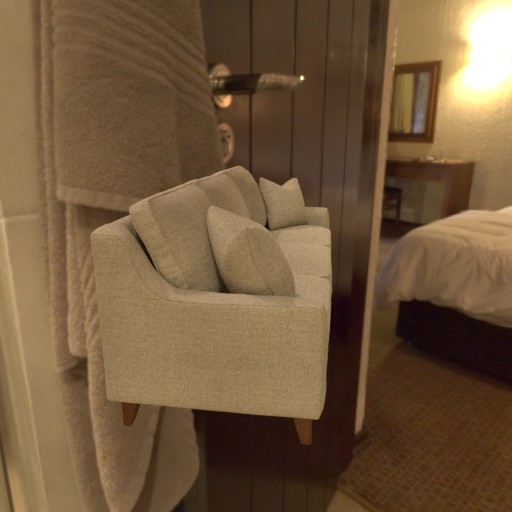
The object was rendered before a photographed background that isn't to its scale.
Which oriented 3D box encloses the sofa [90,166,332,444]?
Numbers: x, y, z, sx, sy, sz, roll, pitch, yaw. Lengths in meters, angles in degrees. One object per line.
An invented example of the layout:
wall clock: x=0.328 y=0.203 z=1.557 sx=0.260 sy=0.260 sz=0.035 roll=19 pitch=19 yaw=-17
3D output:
sofa: x=0.000 y=0.000 z=2.525 sx=0.865 sy=0.914 sz=2.031 roll=3 pitch=16 yaw=9
